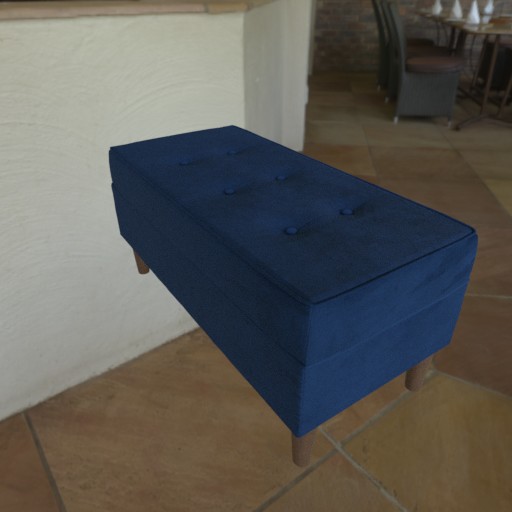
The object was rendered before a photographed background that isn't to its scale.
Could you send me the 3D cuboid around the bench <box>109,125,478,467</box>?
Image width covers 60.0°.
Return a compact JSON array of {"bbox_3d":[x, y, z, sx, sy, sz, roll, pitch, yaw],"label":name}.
[{"bbox_3d":[0.000,0.000,1.275,0.489,0.467,1.010,-20,37,-29],"label":"bench"}]
